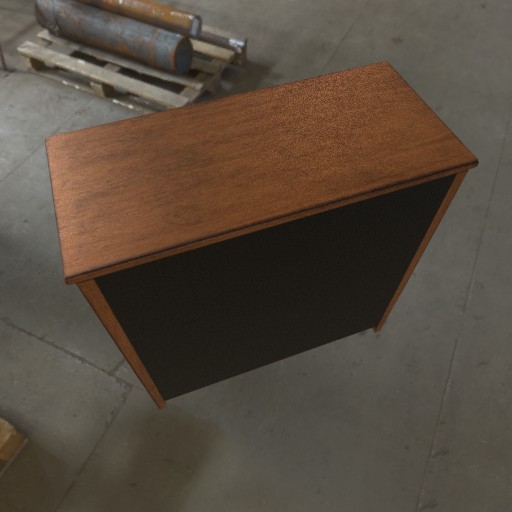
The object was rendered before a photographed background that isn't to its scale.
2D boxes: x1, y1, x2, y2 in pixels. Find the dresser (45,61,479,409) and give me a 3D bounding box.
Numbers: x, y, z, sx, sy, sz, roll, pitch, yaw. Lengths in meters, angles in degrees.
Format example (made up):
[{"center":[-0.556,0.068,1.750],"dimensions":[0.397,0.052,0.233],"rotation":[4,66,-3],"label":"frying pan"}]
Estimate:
[{"center":[0.000,0.000,1.899],"dimensions":[1.250,1.224,0.591],"rotation":[-17,57,-11],"label":"dresser"}]
